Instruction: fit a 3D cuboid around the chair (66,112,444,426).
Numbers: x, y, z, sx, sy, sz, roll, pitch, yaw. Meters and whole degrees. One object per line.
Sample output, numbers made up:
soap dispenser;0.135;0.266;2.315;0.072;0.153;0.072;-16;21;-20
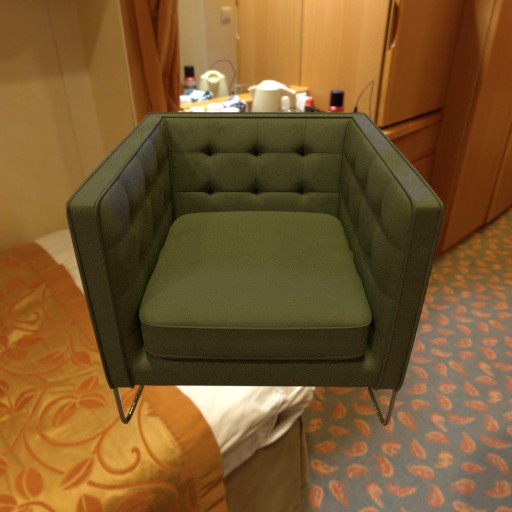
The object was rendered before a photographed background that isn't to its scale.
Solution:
chair;0.000;0.000;1.544;0.880;0.790;0.894;0;31;0
